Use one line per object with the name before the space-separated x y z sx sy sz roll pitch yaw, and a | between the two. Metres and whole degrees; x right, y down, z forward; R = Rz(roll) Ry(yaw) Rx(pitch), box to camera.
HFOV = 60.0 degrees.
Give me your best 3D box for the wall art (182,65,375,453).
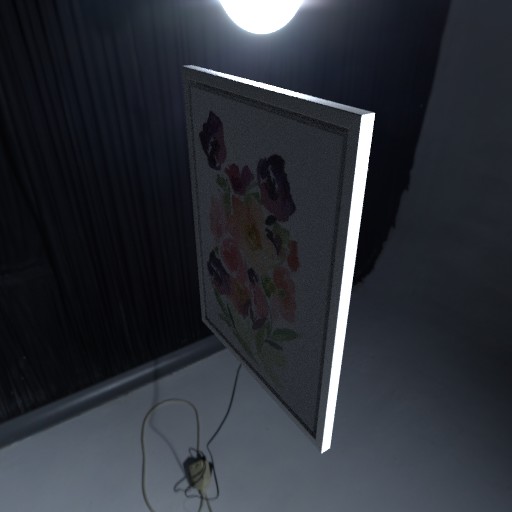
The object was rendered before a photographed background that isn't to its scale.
wall art | 0.000 0.000 1.438 0.042 1.056 0.805 -19 36 -29
